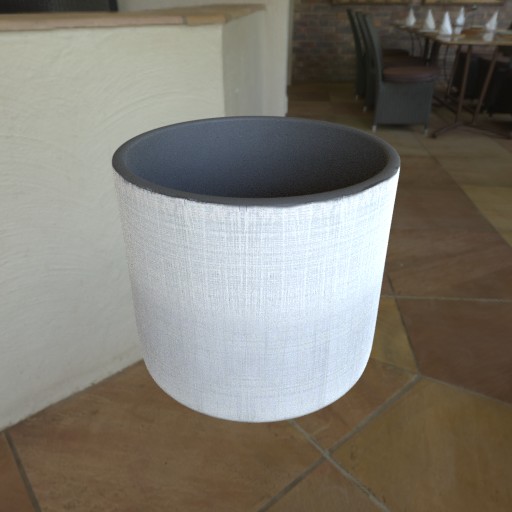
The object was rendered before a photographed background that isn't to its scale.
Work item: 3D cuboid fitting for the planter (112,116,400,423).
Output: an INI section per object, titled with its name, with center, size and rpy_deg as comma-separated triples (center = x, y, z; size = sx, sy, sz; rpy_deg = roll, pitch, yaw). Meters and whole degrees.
[planter]
center = 0.000, 0.000, 0.402
size = 0.226, 0.201, 0.226
rpy_deg = 0, 30, 0
